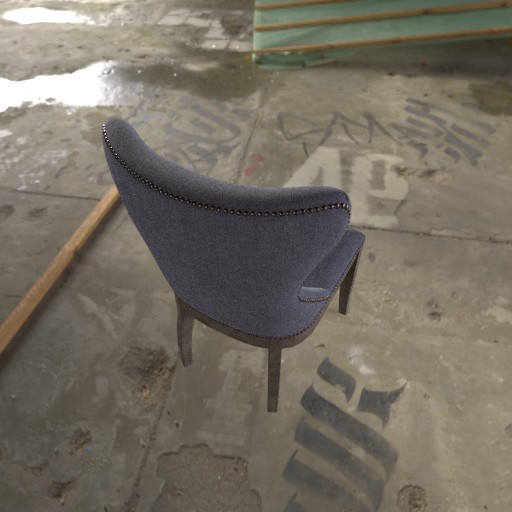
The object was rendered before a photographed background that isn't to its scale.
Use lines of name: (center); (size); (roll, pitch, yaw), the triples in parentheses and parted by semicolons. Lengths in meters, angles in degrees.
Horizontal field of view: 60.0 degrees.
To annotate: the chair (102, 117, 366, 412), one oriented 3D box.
chair: (0.000, 0.000, 1.449); (0.654, 1.002, 0.681); (22, 50, 20)
